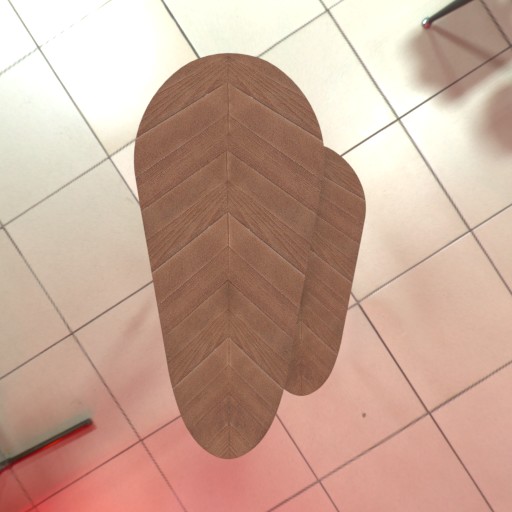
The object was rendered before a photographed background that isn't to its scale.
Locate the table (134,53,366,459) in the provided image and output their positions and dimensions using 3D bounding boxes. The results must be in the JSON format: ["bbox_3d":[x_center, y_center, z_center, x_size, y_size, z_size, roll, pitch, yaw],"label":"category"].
[{"bbox_3d":[0.000,0.000,1.592,0.701,0.595,1.190,0,91,2],"label":"table"}]
